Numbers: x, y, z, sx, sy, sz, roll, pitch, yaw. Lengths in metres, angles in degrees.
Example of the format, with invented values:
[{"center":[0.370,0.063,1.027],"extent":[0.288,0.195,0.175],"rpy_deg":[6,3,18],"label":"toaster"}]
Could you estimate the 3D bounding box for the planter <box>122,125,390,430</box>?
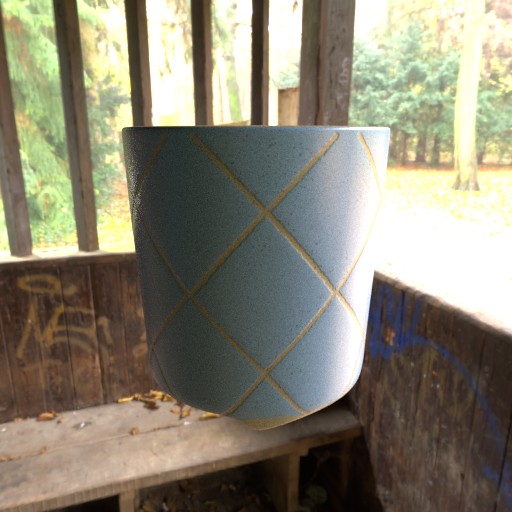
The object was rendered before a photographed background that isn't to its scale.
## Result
[{"center":[0.000,0.000,0.421],"extent":[0.227,0.235,0.227],"rpy_deg":[0,16,0],"label":"planter"}]
